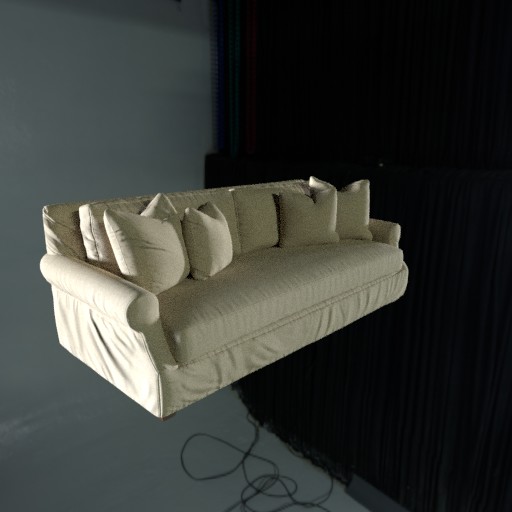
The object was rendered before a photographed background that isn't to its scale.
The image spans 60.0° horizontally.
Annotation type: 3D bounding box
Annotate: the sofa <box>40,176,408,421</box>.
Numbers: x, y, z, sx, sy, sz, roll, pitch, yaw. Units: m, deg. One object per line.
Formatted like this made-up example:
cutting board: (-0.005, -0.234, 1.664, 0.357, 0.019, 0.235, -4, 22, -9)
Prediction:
sofa: (0.000, 0.000, 2.806, 1.067, 0.904, 2.285, 14, 20, 43)
